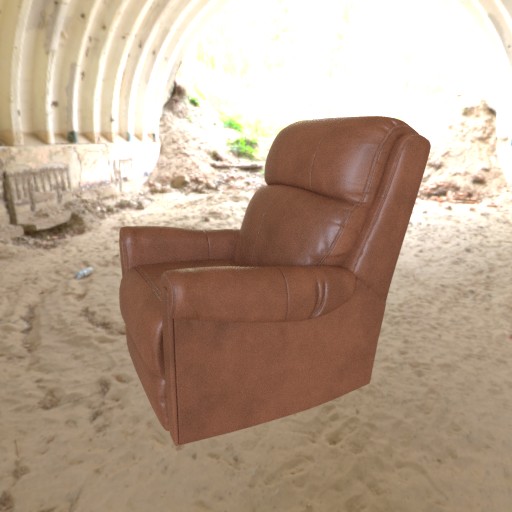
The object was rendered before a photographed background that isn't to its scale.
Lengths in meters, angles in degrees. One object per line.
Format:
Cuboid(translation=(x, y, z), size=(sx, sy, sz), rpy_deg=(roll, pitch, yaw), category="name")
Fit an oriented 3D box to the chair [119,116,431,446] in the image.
Cuboid(translation=(0.000, 0.000, 1.750), size=(1.014, 1.054, 0.838), rpy_deg=(-7, 16, -25), category="chair")
